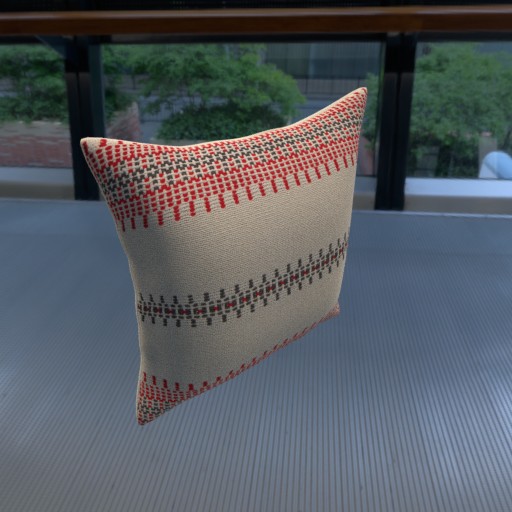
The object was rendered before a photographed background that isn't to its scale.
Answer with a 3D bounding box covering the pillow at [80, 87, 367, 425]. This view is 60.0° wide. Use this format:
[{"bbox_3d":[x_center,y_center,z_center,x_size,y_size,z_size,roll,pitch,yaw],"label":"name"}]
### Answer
[{"bbox_3d":[0.000,0.000,0.701,0.463,0.454,0.160,-22,37,-32],"label":"pillow"}]
